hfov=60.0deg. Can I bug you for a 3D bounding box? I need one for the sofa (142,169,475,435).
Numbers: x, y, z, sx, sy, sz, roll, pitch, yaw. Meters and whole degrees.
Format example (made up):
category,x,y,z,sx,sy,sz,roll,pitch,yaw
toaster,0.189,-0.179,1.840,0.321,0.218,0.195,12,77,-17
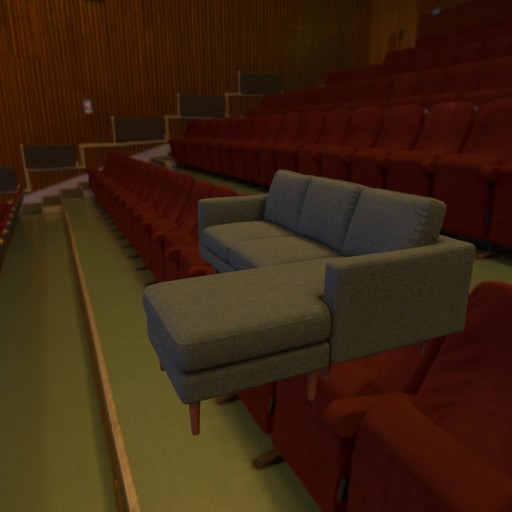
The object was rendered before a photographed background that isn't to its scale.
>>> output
category,x,y,z,sx,sy,sz,roll,pitch,yaw
sofa,0.000,0.000,2.986,1.667,0.957,2.055,-8,18,-24
